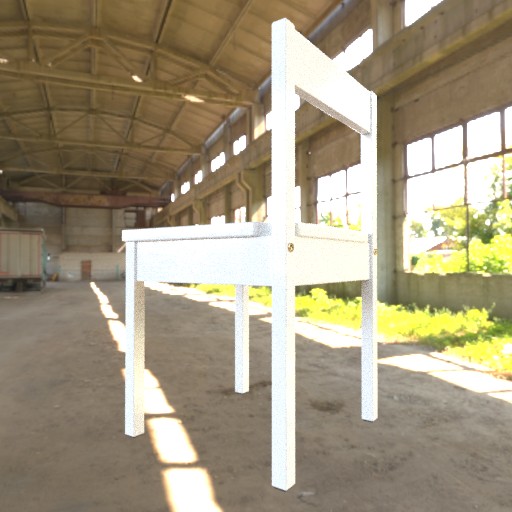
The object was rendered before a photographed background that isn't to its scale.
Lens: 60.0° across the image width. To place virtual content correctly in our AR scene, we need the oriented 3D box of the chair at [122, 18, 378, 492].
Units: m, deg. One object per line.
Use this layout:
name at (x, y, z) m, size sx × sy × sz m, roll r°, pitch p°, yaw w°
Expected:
chair at (0.000, 0.000, 0.868) m, size 0.361 × 0.668 × 0.367 m, roll -1°, pitch -1°, yaw 35°
